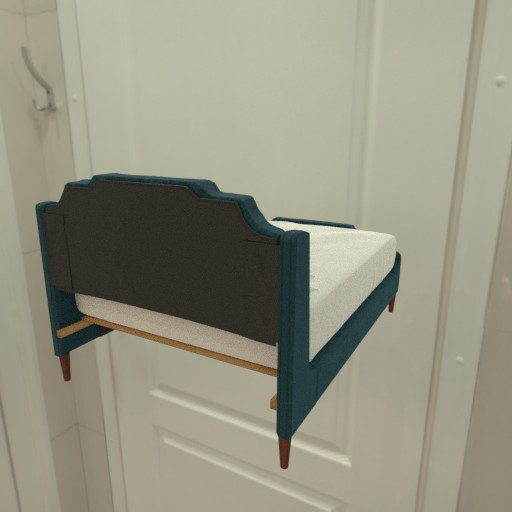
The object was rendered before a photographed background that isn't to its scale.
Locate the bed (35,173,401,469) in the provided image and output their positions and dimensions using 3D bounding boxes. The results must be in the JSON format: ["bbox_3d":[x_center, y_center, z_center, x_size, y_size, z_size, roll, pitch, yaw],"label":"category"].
[{"bbox_3d":[0.000,0.000,3.277,1.676,1.351,2.322,9,18,28],"label":"bed"}]
